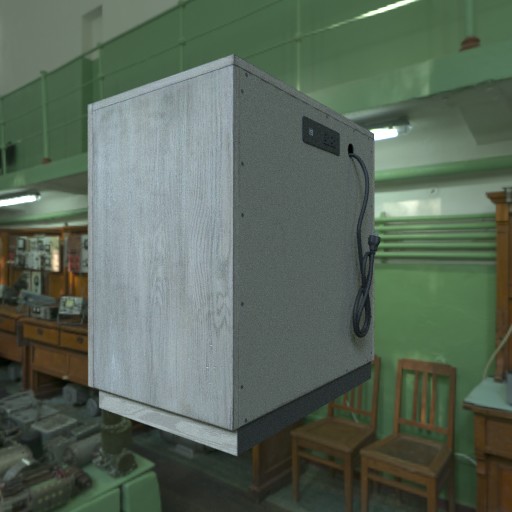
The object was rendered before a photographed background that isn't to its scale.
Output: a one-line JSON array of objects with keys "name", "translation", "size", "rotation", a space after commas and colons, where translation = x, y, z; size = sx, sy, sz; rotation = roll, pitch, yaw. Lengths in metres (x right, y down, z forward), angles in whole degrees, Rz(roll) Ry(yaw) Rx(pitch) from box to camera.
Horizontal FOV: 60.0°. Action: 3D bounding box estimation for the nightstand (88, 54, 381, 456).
[{"name": "nightstand", "translation": [0.000, 0.000, 1.087], "size": [0.483, 0.673, 0.612], "rotation": [0, 0, 37]}]
